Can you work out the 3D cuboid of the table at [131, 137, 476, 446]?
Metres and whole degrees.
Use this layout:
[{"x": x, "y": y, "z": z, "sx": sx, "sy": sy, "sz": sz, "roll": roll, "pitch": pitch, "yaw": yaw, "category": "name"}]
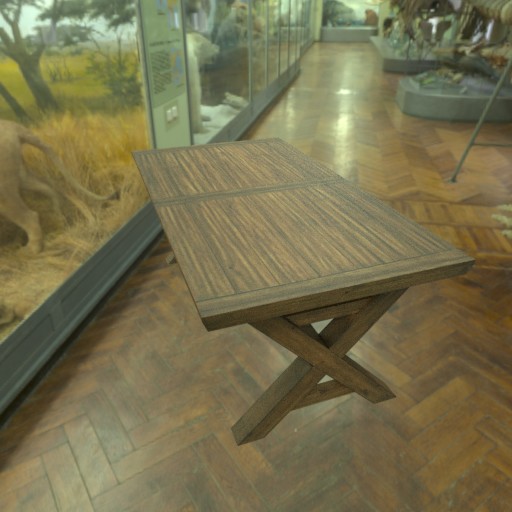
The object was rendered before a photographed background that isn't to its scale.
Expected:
[{"x": 0.000, "y": 0.000, "z": 2.531, "sx": 1.071, "sy": 0.793, "sz": 1.966, "roll": -10, "pitch": 31, "yaw": -17, "category": "table"}]
